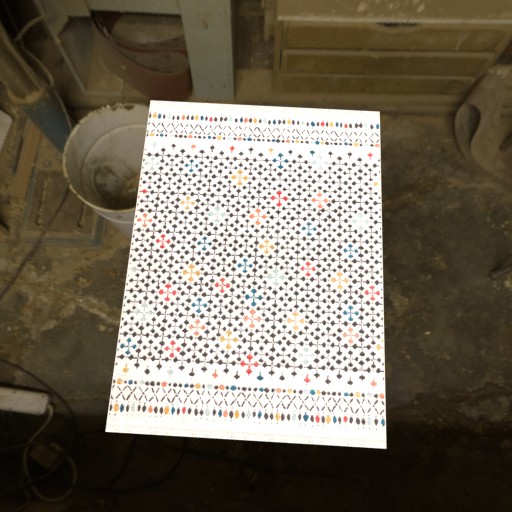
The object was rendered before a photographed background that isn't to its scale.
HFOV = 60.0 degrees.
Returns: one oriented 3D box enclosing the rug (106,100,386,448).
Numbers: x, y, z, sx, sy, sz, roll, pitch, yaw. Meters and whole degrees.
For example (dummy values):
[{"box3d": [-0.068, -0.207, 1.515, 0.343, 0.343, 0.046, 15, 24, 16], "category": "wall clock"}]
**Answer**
[{"box3d": [0.000, 0.000, 4.128, 2.354, 0.007, 3.196, 3, 75, 1], "category": "rug"}]
